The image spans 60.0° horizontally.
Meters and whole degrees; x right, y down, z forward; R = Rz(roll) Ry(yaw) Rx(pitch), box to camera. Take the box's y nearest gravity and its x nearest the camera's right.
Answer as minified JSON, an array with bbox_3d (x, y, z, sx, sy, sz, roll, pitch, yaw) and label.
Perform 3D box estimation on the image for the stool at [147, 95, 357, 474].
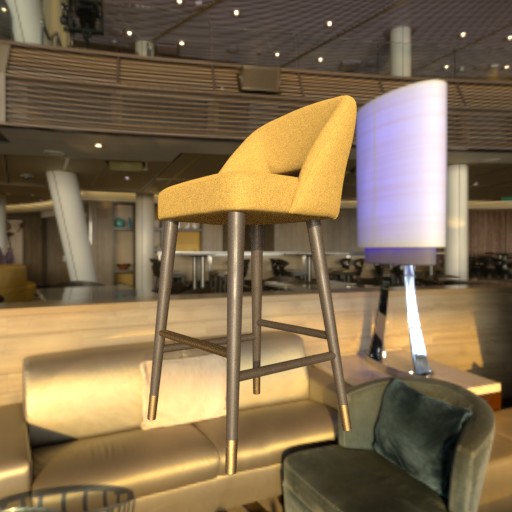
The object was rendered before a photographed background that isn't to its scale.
[{"bbox_3d":[0.000,0.000,1.378,0.522,1.032,0.536,0,0,-38],"label":"stool"}]
